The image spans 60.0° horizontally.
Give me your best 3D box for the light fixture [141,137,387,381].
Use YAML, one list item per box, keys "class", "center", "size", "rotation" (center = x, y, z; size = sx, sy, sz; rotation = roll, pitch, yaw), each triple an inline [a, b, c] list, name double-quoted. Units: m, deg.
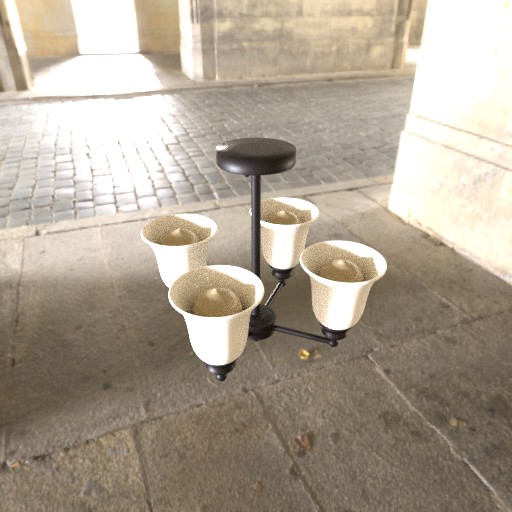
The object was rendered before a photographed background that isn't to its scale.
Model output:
- class: "light fixture"
  center: [0.000, 0.000, 1.882]
  size: [1.069, 0.925, 1.069]
  rotation: [11, 32, 19]
